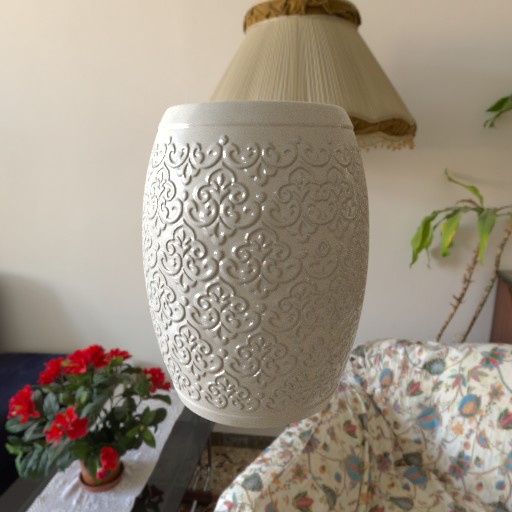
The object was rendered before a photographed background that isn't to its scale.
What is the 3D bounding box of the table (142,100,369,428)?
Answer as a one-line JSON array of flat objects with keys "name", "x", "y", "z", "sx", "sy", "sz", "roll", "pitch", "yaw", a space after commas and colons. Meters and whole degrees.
[{"name": "table", "x": 0.000, "y": 0.000, "z": 0.627, "sx": 0.309, "sy": 0.397, "sz": 0.309, "roll": 0, "pitch": 13, "yaw": 0}]
